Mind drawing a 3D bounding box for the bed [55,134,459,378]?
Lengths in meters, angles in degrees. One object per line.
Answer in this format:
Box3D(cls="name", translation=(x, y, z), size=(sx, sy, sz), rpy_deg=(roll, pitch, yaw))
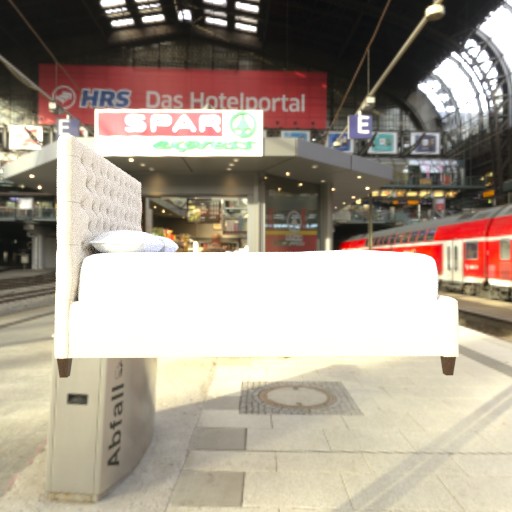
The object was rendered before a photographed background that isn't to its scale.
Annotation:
Box3D(cls="bed", translation=(0.000, 0.000, 3.433), size=(2.387, 1.427, 1.698), rpy_deg=(0, 0, -1))
